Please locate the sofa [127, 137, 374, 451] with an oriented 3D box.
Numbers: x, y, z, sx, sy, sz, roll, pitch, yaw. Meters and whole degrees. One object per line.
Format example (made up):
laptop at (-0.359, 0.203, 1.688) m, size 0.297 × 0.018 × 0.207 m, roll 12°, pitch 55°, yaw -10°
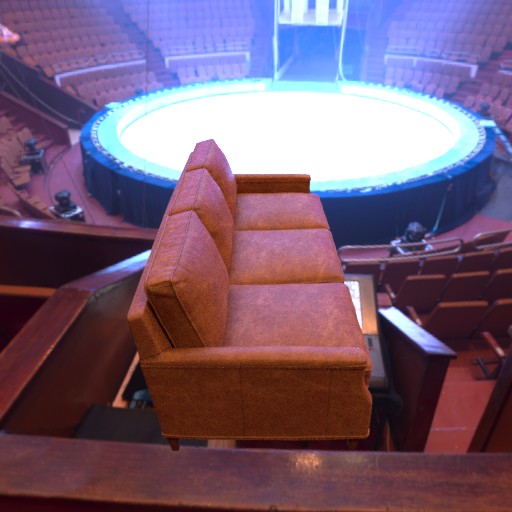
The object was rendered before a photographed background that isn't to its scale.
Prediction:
sofa at (0.000, 0.000, 2.888) m, size 1.084 × 1.003 × 2.246 m, roll 0°, pitch 31°, yaw 0°
